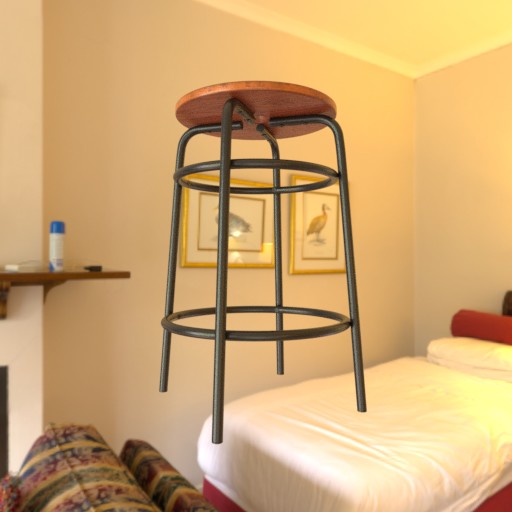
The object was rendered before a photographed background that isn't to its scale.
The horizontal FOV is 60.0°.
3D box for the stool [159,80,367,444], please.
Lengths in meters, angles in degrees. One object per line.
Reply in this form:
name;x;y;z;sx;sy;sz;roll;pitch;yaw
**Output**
stool;0.000;0.000;0.935;0.455;0.610;0.455;0;0;17
